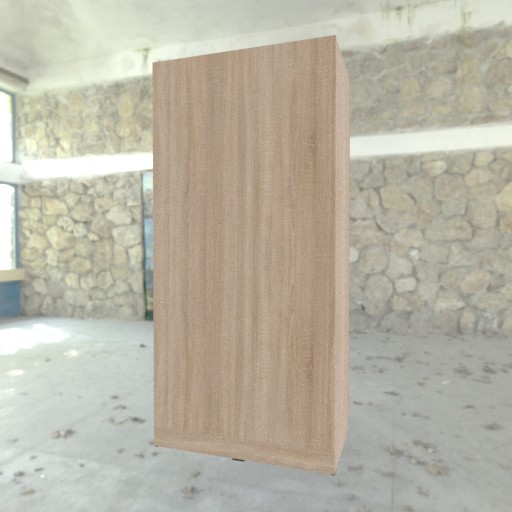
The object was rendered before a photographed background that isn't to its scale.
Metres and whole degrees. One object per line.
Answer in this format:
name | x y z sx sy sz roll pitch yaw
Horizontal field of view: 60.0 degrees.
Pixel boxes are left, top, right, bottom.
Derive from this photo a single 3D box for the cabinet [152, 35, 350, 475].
cabinet | 0.000 0.000 2.566 1.001 2.121 0.590 0 1 18
